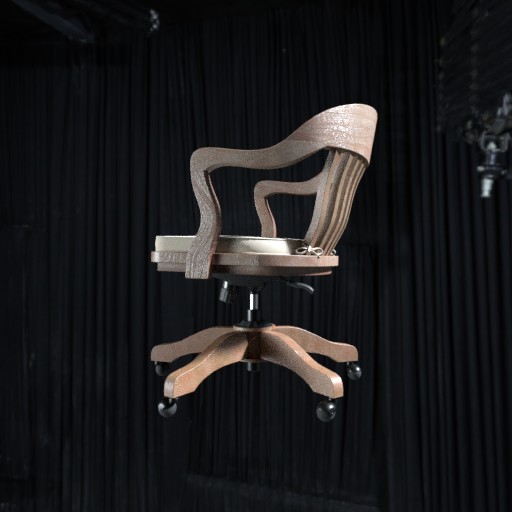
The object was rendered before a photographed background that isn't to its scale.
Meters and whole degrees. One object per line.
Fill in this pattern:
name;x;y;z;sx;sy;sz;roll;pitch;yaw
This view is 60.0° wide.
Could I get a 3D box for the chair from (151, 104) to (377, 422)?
chair;0.000;0.000;1.492;0.788;0.878;0.750;0;0;18
